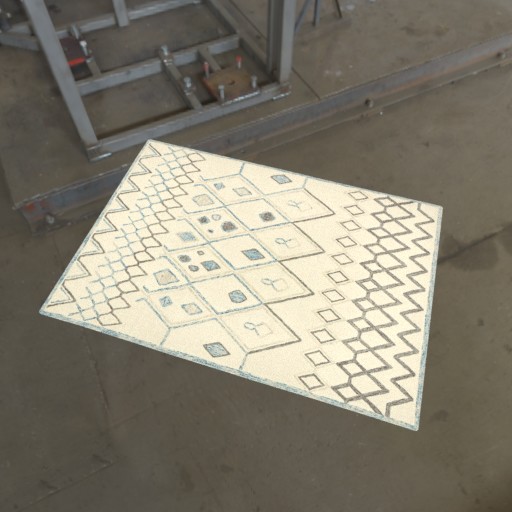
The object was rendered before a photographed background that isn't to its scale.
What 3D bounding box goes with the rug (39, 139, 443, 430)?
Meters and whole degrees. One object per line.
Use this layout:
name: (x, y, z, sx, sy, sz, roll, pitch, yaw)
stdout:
rug: (0.000, 0.000, 2.331, 1.820, 0.009, 1.260, 15, 59, 9)
